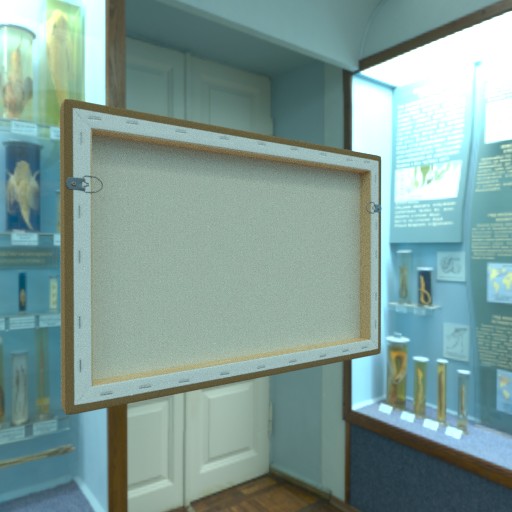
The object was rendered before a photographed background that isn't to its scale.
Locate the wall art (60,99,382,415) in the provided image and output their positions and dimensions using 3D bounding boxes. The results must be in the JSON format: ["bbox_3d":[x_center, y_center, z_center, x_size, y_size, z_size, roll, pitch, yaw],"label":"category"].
[{"bbox_3d":[0.000,0.000,0.467,0.380,0.254,0.019,0,1,-35],"label":"wall art"}]
